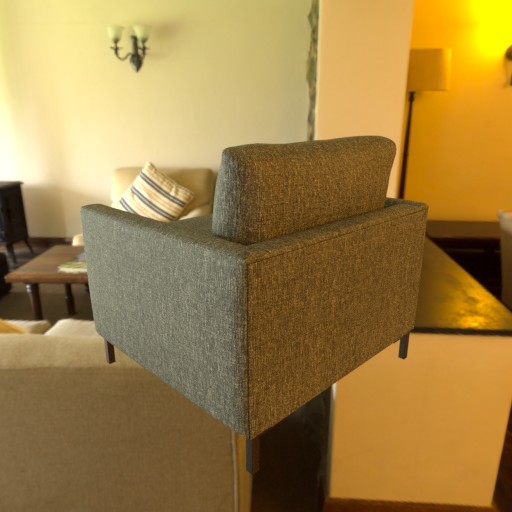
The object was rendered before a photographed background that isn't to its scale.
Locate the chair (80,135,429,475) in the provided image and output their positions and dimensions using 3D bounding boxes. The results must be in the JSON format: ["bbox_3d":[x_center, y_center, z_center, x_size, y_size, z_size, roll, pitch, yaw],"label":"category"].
[{"bbox_3d":[0.000,0.000,1.641,0.963,0.861,0.866,-17,24,-42],"label":"chair"}]
